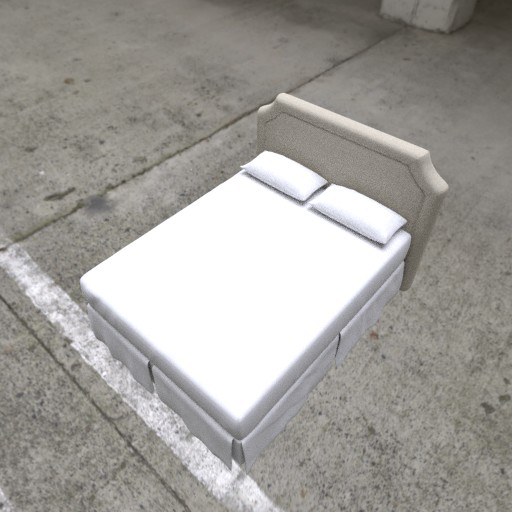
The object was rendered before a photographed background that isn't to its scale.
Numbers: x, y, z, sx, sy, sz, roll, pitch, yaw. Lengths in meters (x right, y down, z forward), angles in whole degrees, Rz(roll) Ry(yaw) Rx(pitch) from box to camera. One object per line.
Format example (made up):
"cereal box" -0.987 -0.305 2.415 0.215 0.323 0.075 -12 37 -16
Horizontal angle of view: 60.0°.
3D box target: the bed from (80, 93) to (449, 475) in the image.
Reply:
"bed" 0.000 0.000 3.179 1.693 1.290 2.116 33 55 27
